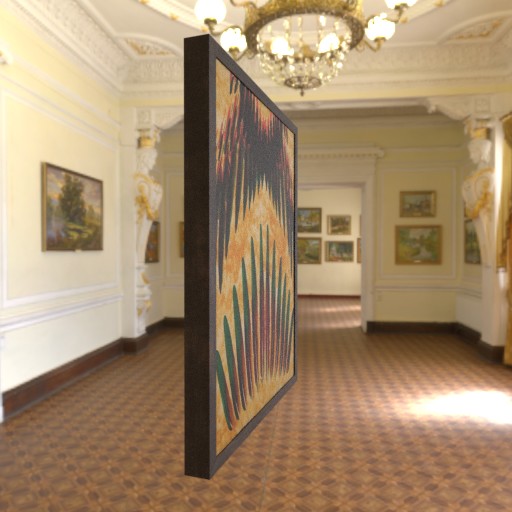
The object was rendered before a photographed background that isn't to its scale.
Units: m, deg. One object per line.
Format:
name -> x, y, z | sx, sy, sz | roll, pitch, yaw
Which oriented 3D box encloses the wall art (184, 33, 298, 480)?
wall art -> 0.000, 0.000, 0.562 | 0.027, 0.406, 0.329 | 0, 1, 19
